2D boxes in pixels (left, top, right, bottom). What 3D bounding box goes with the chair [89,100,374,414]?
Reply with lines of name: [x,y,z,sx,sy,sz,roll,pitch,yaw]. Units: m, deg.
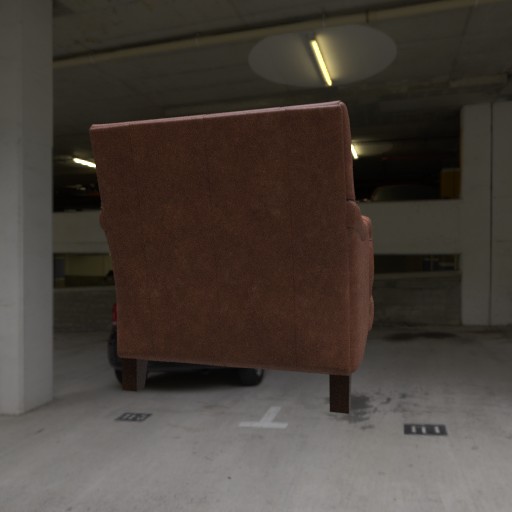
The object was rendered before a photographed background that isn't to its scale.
chair: [0.000,0.000,1.966,0.986,1.055,1.158,0,1,17]
